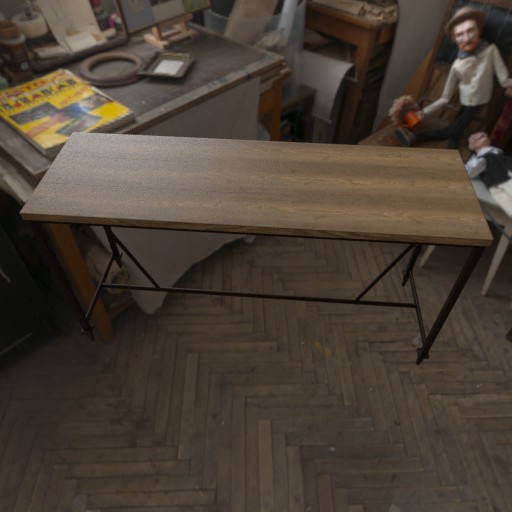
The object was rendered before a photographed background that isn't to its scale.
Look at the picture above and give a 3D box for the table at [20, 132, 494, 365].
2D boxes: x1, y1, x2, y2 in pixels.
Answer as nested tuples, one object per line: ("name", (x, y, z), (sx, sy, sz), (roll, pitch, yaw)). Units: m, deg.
("table", (0.000, 0.000, 2.091), (1.700, 0.902, 0.551), (3, 47, 3))
